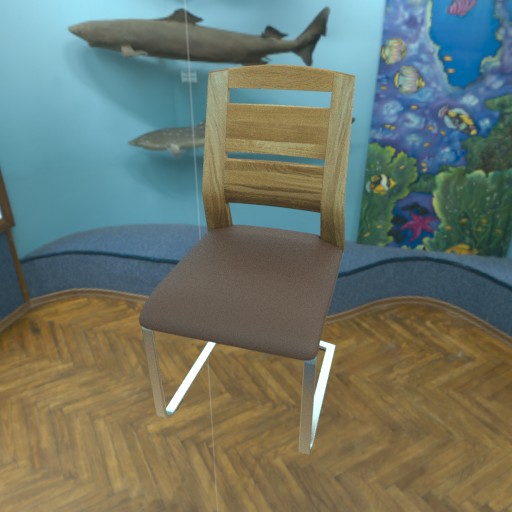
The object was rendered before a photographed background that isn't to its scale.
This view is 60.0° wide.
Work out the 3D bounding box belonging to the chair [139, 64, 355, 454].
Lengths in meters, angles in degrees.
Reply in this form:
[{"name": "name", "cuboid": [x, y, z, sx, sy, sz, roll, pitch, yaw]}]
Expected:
[{"name": "chair", "cuboid": [0.000, 0.000, 1.261, 0.460, 0.970, 0.570, 8, 28, 15]}]
